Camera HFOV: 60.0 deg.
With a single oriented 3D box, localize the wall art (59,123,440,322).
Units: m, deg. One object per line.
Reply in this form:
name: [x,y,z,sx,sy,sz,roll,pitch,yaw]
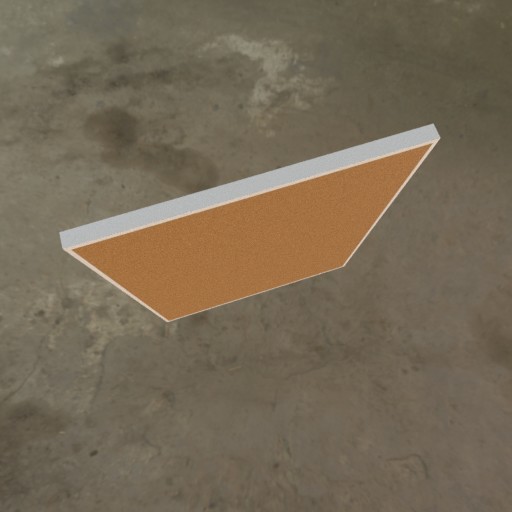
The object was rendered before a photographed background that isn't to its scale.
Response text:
wall art: [0.000,0.000,1.397,0.795,1.050,0.039,-17,75,-5]
